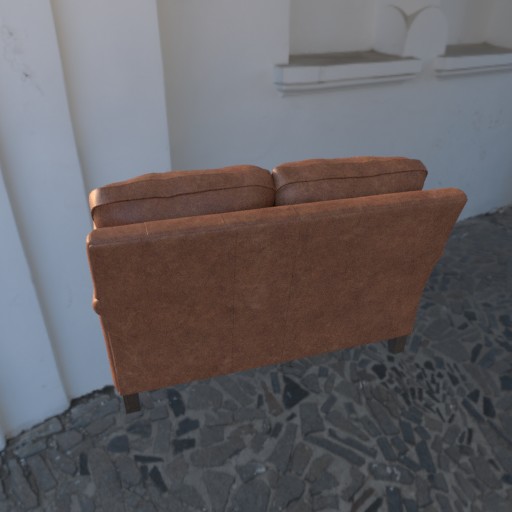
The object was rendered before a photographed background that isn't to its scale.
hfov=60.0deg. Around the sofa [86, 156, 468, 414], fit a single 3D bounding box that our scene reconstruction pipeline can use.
[{"bbox_3d":[0.000,0.000,2.175,1.527,1.004,1.077,-8,29,-15],"label":"sofa"}]
